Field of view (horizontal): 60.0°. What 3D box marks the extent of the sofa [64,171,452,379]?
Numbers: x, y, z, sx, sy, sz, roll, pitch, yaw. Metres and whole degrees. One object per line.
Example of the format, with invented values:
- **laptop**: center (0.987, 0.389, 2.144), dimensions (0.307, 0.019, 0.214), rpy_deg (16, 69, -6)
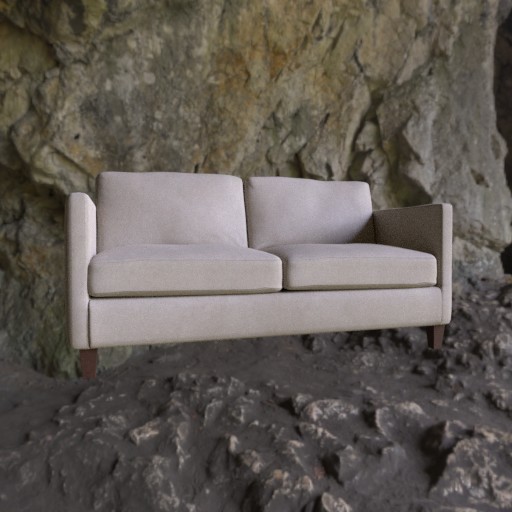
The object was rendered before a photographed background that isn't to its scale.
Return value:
- **sofa**: center (0.000, 0.000, 2.410), dimensions (1.846, 0.940, 0.950), rpy_deg (-1, 2, -17)
